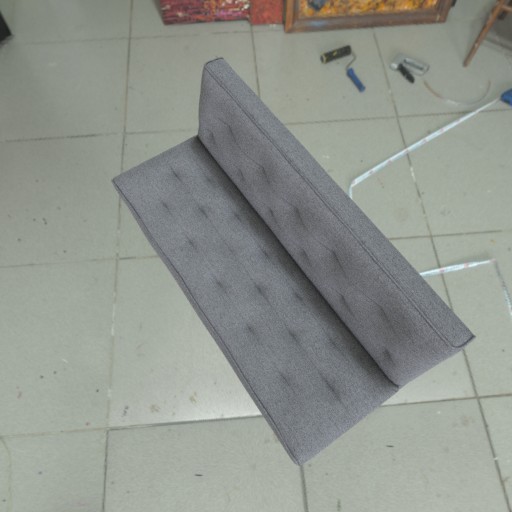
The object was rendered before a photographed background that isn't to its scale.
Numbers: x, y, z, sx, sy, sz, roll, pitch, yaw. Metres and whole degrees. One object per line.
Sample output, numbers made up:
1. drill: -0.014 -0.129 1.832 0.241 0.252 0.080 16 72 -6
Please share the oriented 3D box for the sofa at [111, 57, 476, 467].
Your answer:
1. sofa: 0.000 0.000 2.249 0.810 0.830 1.820 -31 68 -14
